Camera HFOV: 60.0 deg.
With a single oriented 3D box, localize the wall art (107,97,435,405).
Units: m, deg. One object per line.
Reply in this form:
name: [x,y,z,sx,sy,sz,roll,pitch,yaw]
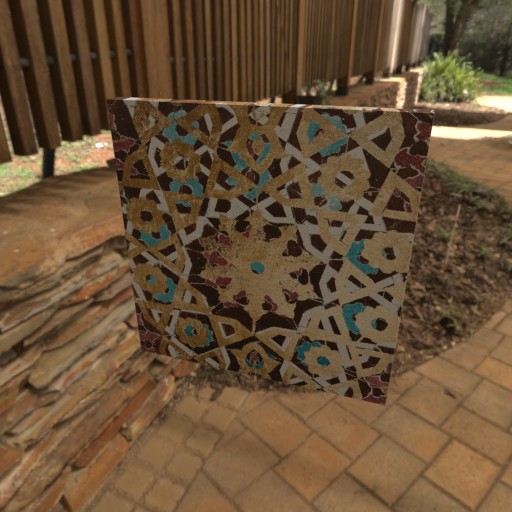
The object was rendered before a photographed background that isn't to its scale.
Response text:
wall art: [0.000,0.000,0.938,0.609,0.613,0.041,8,27,17]
